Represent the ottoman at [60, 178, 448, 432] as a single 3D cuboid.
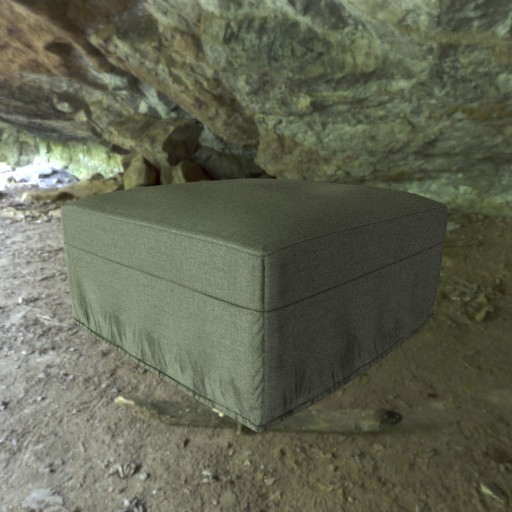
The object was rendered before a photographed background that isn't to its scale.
[{"bbox_3d":[0.000,0.000,1.345,0.843,0.436,0.840,14,20,42],"label":"ottoman"}]
